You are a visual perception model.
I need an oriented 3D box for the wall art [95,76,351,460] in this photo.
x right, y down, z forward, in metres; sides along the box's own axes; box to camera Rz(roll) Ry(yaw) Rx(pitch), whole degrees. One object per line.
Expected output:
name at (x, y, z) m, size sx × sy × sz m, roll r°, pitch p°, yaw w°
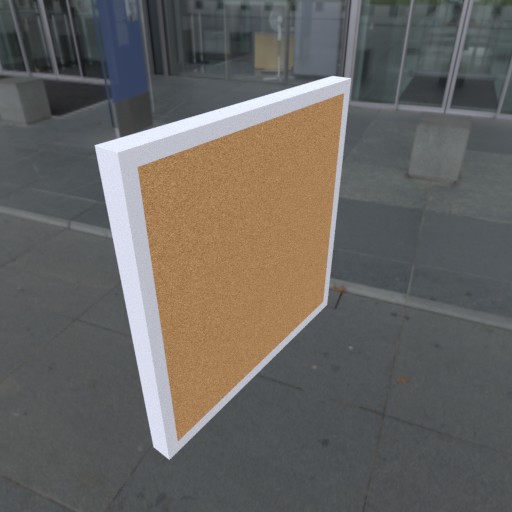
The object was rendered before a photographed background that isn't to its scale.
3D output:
wall art at (0.000, 0.000, 0.760) m, size 0.038 × 0.508 × 0.507 m, roll 22°, pitch 38°, yaw 31°
